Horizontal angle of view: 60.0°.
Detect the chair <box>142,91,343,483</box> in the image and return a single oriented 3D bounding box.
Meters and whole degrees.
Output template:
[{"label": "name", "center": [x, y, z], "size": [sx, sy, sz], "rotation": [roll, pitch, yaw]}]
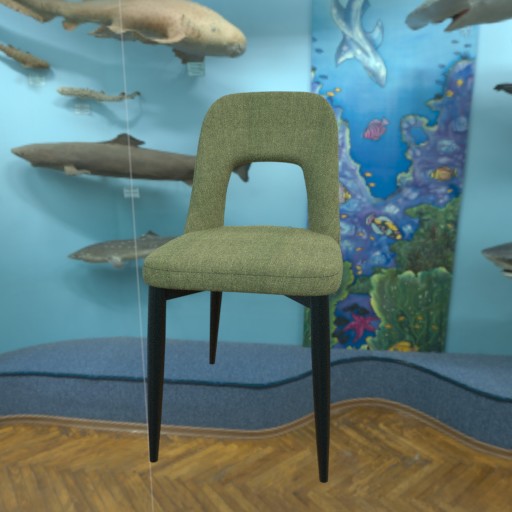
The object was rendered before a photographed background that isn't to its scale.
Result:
[{"label": "chair", "center": [0.000, 0.000, 1.237], "size": [0.470, 0.931, 0.612], "rotation": [2, 14, 9]}]
